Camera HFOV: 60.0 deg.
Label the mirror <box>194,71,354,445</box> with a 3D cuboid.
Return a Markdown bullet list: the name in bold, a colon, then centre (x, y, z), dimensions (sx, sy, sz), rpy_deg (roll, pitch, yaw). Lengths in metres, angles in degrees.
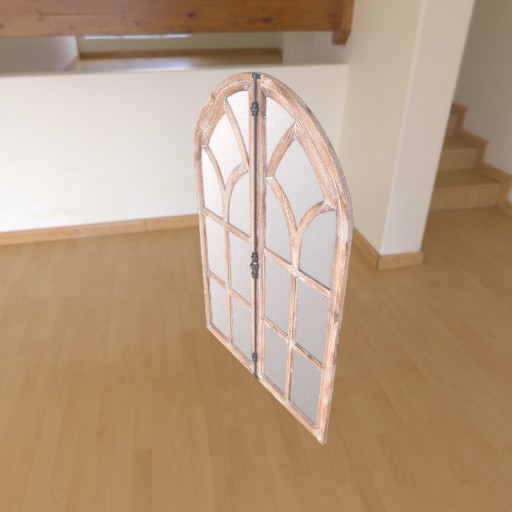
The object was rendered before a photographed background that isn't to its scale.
- **mirror**: centre (0.000, 0.000, 1.185), dimensions (0.032, 0.915, 0.609), rpy_deg (-21, 37, -31)
